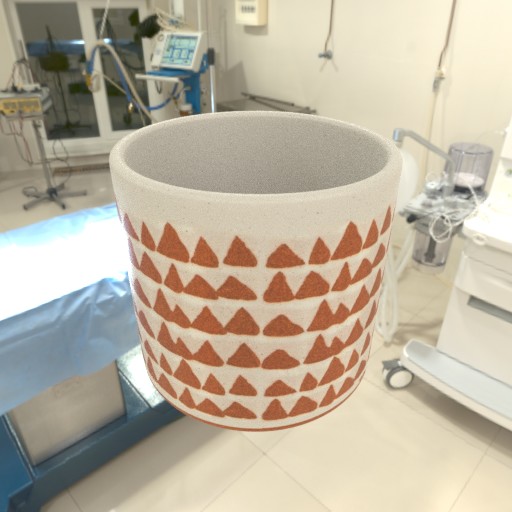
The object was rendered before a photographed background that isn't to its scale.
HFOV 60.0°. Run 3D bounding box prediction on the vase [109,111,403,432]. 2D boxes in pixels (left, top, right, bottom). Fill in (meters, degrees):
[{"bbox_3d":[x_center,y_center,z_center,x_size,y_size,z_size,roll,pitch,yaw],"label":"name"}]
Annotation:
[{"bbox_3d":[0.000,0.000,0.245,0.137,0.127,0.137,0,31,0],"label":"vase"}]
